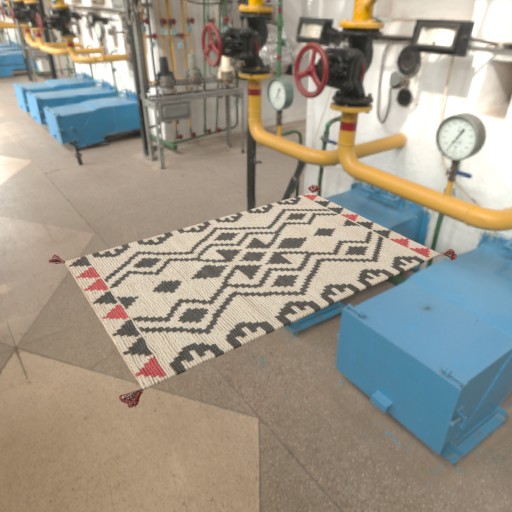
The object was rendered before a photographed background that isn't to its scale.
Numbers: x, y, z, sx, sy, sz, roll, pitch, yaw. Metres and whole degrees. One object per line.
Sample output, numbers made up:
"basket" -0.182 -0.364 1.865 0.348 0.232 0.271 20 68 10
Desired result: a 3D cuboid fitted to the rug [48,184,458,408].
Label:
"rug" 0.000 0.000 3.363 2.672 0.066 1.741 -19 35 -29
